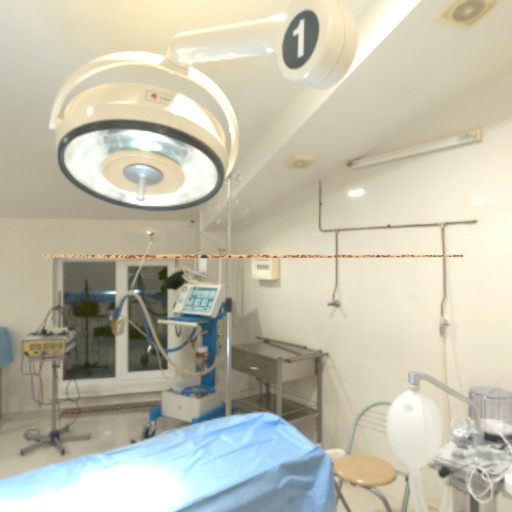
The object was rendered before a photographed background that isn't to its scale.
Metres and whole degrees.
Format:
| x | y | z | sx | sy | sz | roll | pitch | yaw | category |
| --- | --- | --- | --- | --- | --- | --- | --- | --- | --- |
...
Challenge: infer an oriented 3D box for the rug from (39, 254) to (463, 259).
| x | y | z | sx | sy | sz | roll | pitch | yaw | category |
| --- | --- | --- | --- | --- | --- | --- | --- | --- | --- |
| 0.000 | 0.000 | 2.301 | 1.838 | 0.013 | 1.226 | 0 | 0 | -36 | rug |
